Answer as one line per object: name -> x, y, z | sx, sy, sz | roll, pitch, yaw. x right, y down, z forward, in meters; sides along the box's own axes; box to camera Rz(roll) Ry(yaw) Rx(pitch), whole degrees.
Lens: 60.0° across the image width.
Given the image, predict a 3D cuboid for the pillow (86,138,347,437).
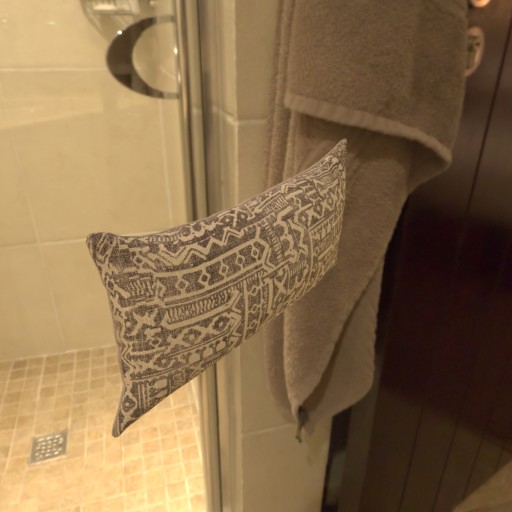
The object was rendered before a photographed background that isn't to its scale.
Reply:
pillow -> 0.000, 0.000, 0.749 | 0.148, 0.290, 0.631 | 19, 32, 32
